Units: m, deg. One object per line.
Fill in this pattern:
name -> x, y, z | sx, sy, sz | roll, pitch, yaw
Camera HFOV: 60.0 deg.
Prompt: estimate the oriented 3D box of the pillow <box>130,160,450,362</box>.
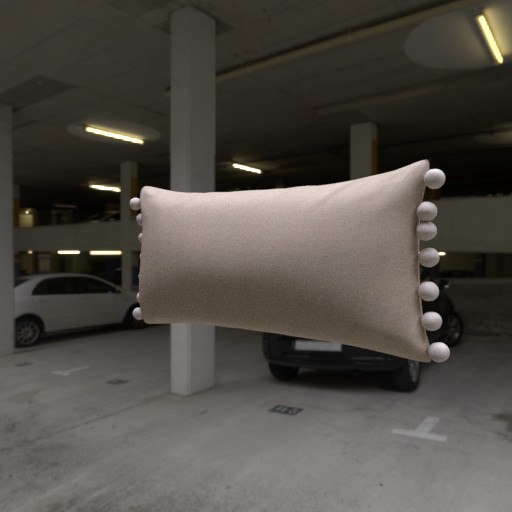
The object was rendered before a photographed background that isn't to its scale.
pillow -> 0.000, 0.000, 0.856 | 0.709, 0.322, 0.201 | 1, 1, 36
